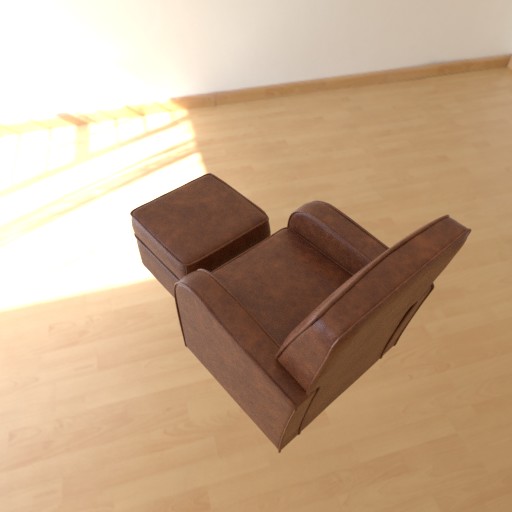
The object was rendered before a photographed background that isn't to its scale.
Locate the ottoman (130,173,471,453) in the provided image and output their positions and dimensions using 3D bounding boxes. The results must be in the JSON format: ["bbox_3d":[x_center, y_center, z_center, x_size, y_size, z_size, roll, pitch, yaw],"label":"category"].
[{"bbox_3d":[0.000,0.000,1.848,0.732,0.904,1.314,-32,54,-27],"label":"ottoman"}]
